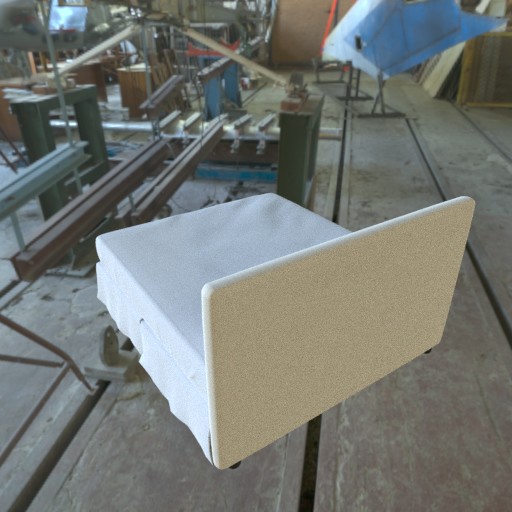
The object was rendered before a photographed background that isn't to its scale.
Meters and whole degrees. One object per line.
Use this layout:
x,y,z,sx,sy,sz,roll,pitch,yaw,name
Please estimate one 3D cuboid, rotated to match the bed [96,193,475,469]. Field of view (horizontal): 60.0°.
0.000,0.000,3.600,2.119,1.317,2.341,-18,34,-30,bed
